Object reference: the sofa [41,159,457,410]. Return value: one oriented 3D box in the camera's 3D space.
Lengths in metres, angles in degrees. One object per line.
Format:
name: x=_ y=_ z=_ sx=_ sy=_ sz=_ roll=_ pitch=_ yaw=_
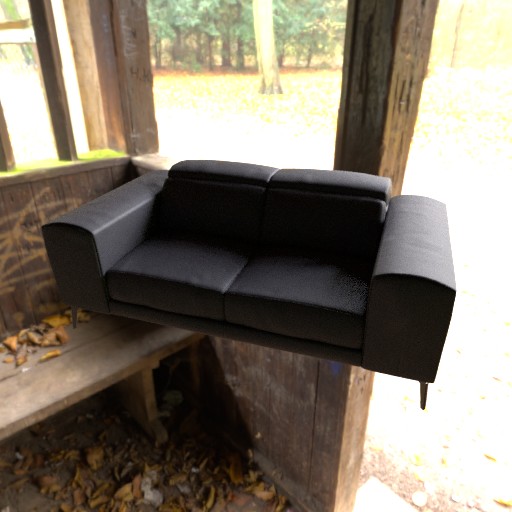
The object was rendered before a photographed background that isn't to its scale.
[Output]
sofa: x=0.000 y=0.000 z=2.376 sx=1.895 sy=0.779 sz=1.003 roll=9 pitch=28 yaw=17
